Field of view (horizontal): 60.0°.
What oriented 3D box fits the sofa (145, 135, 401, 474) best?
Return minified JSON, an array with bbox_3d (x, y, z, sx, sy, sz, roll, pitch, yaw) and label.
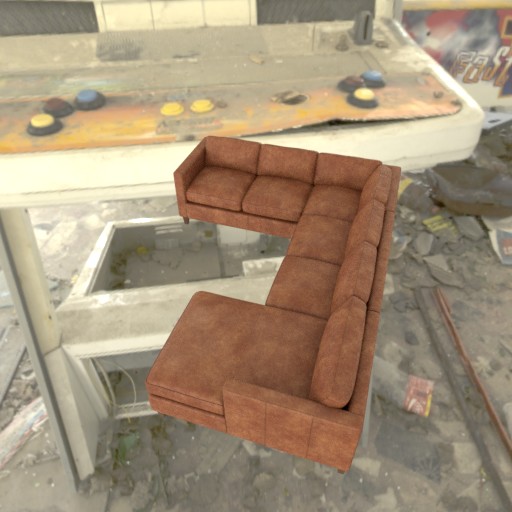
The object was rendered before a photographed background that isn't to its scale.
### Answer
[{"bbox_3d":[0.000,0.000,4.381,2.452,0.888,3.324,12,43,13],"label":"sofa"}]
